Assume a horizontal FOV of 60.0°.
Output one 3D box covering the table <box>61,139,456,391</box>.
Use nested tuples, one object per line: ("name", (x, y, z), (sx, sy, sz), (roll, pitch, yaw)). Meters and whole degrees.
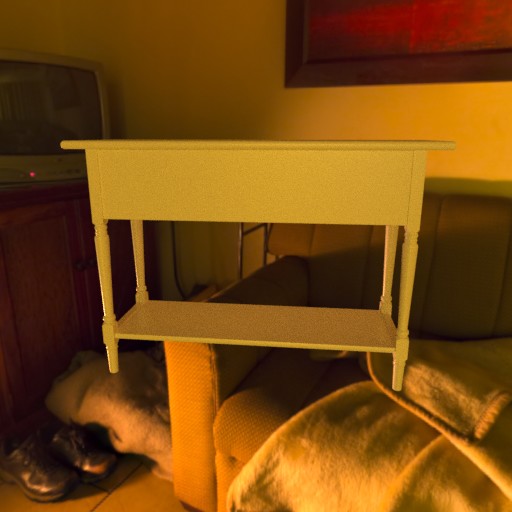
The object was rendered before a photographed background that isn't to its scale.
("table", (0.000, 0.000, 1.612), (1.191, 0.814, 0.386), (2, 15, 6))
